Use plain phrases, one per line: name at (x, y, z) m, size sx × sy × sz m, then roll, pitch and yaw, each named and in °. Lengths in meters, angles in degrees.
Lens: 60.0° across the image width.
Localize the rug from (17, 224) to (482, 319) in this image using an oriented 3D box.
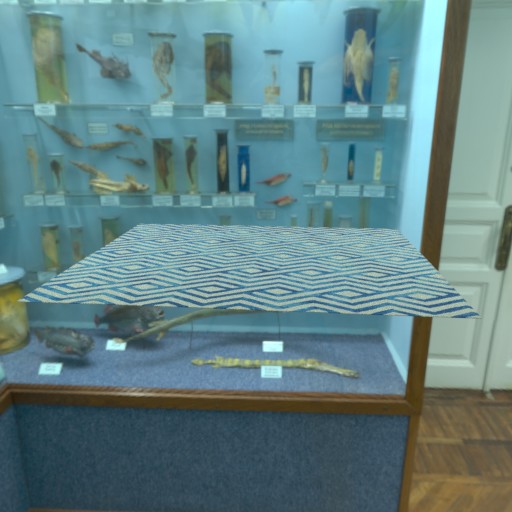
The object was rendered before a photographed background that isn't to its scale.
rug at (0.000, 0.000, 4.069) m, size 3.059 × 0.008 × 2.453 m, roll 1°, pitch 17°, yaw 5°
